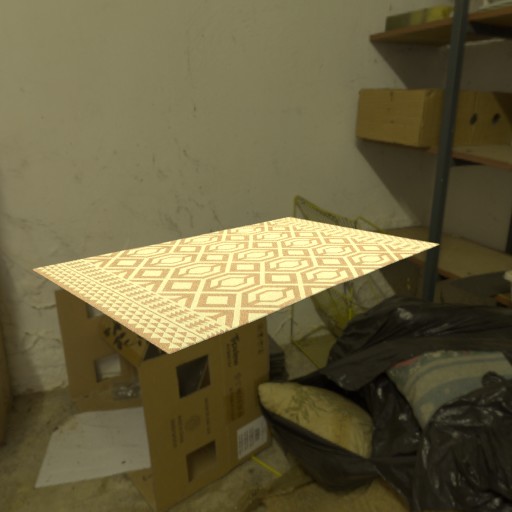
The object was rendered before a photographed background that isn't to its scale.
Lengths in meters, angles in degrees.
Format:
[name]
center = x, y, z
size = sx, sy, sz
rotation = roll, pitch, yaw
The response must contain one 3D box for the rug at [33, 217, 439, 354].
[rug]
center = 0.000, 0.000, 3.076
size = 2.435, 0.011, 1.526
rotation = -15, 22, -42
